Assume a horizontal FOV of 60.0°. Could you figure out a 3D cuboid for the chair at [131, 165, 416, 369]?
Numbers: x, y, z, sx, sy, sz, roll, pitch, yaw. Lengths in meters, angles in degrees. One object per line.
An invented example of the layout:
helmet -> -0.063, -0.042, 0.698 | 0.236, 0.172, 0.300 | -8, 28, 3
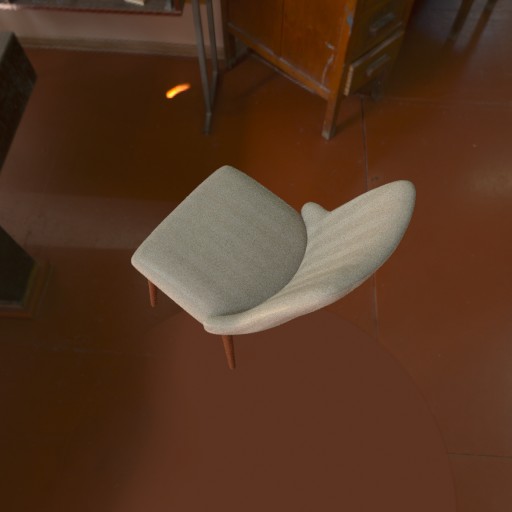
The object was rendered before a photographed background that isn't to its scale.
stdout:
chair -> 0.000, 0.000, 1.353 | 0.684, 0.917, 0.526 | 35, 68, 16
